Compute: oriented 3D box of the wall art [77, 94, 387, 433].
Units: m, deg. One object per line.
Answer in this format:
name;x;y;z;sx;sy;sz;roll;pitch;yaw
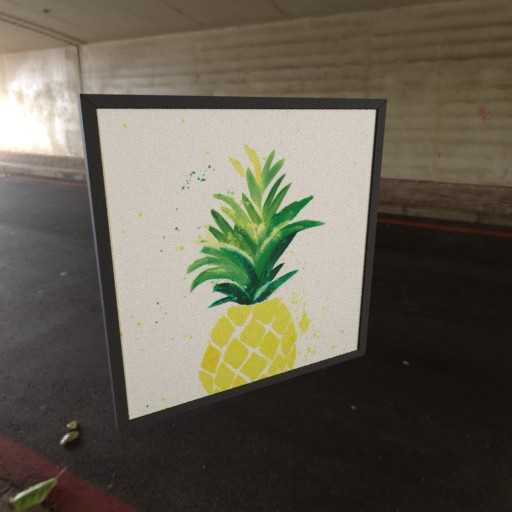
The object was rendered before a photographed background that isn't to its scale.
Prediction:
wall art;0.000;0.000;1.126;0.762;0.760;0.037;-9;20;-27
